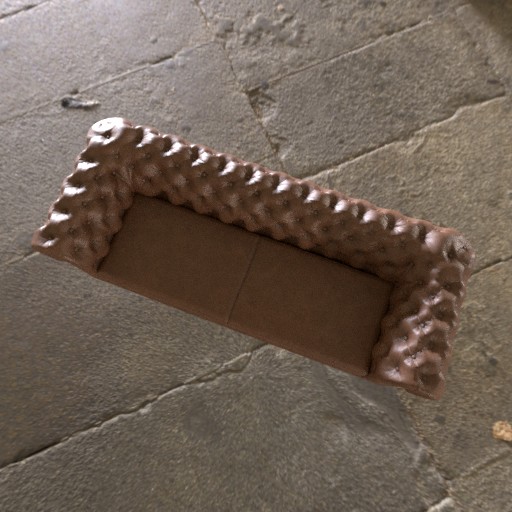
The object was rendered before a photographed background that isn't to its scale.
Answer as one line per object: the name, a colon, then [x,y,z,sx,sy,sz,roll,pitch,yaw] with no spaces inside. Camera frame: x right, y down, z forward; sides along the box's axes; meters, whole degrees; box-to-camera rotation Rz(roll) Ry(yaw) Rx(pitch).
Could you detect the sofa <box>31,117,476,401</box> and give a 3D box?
sofa: [0.000,0.000,2.764,2.385,0.783,0.944,20,76,5]
